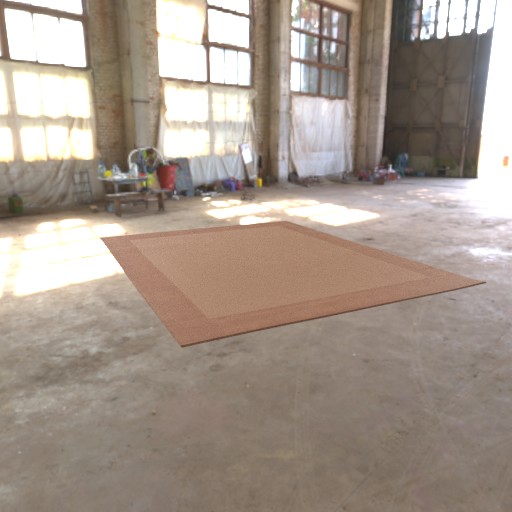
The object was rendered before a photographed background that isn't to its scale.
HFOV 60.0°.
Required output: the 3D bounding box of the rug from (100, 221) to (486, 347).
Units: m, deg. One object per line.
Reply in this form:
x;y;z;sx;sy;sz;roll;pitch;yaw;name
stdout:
0.000;0.000;4.200;2.431;0.021;3.057;-7;16;-26;rug
